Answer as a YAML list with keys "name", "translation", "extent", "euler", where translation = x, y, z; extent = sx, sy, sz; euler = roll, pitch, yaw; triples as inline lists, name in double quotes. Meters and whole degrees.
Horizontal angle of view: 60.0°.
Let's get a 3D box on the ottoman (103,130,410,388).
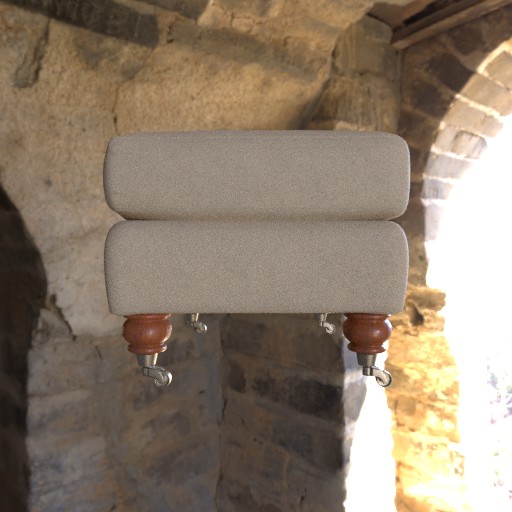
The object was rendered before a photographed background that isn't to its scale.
- name: "ottoman"
  translation: [0.000, 0.000, 1.158]
  extent: [0.569, 0.504, 0.773]
  euler: [0, 0, 0]
